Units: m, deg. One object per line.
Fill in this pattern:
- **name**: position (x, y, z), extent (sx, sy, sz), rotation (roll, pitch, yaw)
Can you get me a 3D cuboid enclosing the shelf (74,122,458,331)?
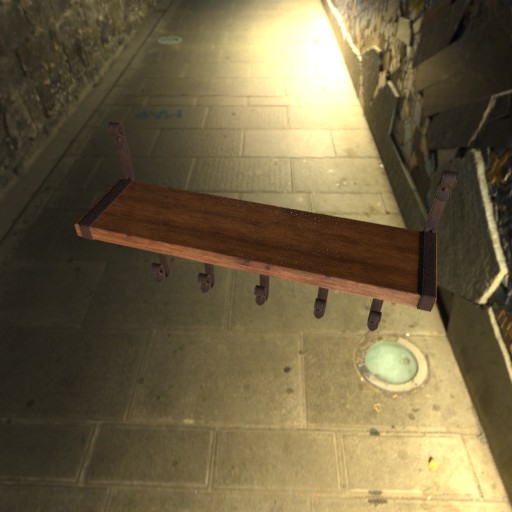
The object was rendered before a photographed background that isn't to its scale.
- **shelf**: position (0.000, 0.000, 0.720), extent (0.567, 0.330, 0.146), rotation (11, 43, 13)
